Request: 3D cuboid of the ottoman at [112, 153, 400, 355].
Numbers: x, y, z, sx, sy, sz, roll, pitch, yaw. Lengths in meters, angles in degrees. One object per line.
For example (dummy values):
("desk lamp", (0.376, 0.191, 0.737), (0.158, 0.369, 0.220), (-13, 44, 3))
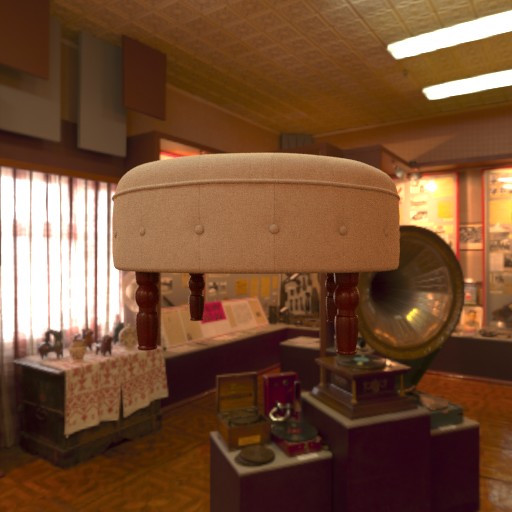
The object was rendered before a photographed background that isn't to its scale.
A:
("ottoman", (0.000, 0.000, 1.373), (0.849, 0.478, 0.849), (0, 0, 0))
